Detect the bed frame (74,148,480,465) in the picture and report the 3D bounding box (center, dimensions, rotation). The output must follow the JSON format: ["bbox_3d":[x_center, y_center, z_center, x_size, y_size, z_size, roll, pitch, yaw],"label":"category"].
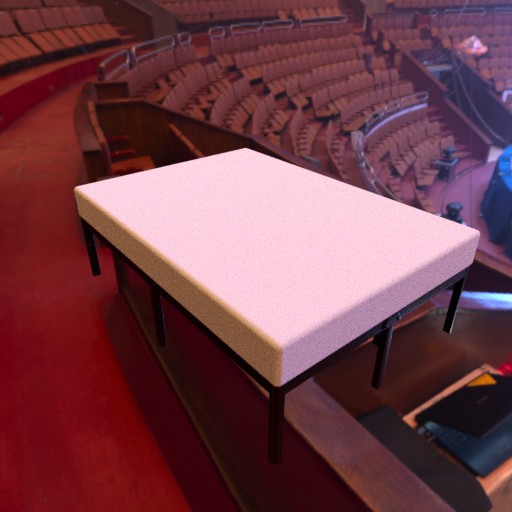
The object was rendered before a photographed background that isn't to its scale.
[{"bbox_3d":[0.000,0.000,2.699,1.408,0.659,1.956,-22,36,-33],"label":"bed frame"}]
